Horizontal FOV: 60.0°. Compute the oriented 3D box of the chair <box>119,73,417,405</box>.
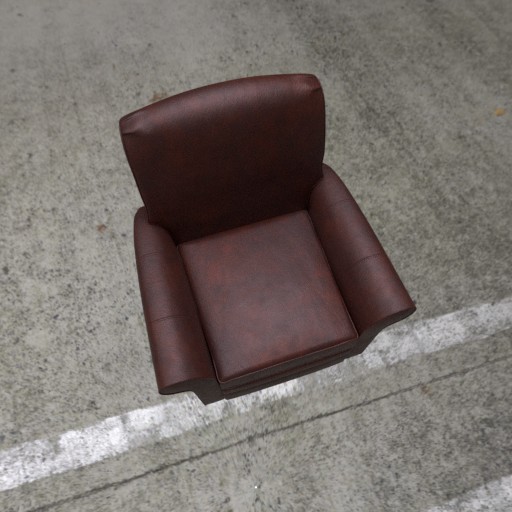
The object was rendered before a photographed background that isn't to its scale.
[{"bbox_3d":[0.000,0.000,1.827,0.978,1.061,0.902,-16,64,-8],"label":"chair"}]
